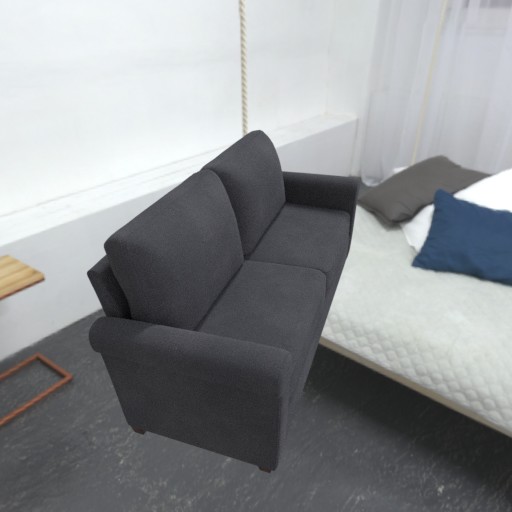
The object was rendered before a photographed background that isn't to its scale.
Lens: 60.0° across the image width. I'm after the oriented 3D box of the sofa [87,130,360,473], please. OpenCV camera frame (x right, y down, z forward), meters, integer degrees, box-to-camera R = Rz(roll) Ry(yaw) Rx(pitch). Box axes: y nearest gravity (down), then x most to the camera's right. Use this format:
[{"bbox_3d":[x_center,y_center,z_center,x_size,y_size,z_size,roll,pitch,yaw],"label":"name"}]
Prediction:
[{"bbox_3d":[0.000,0.000,2.414,0.842,0.942,1.935,10,32,16],"label":"sofa"}]
